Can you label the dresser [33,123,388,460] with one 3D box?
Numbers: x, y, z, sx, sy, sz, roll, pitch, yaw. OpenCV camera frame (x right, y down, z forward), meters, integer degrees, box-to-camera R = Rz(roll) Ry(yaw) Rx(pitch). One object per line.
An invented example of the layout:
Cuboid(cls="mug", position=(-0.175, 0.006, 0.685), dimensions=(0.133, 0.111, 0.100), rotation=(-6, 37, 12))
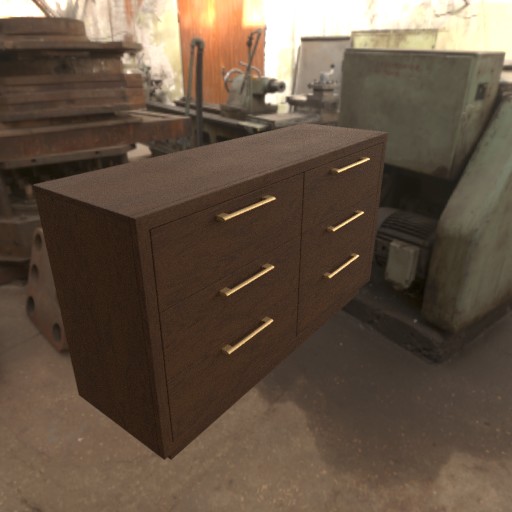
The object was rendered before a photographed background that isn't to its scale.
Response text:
Cuboid(cls="dresser", position=(0.000, 0.000, 1.917), dimensions=(0.512, 0.889, 1.523), rotation=(18, 31, 34))
